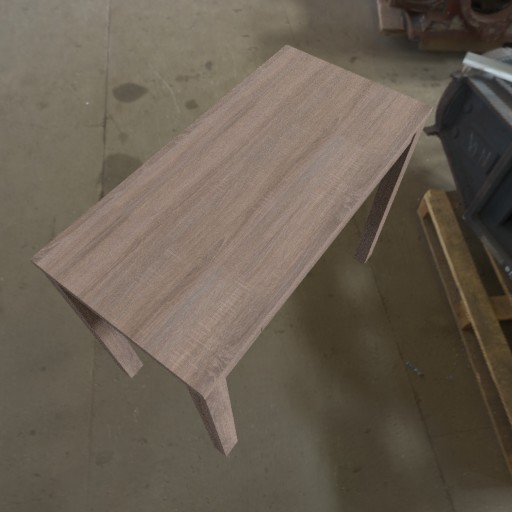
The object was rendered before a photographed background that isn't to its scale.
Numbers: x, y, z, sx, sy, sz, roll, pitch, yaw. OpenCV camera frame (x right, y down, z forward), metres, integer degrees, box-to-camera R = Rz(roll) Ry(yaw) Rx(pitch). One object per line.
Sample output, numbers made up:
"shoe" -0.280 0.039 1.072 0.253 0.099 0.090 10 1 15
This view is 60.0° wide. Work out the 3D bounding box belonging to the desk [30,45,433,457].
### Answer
"desk" 0.000 0.000 1.423 0.495 0.762 0.991 32 63 19
